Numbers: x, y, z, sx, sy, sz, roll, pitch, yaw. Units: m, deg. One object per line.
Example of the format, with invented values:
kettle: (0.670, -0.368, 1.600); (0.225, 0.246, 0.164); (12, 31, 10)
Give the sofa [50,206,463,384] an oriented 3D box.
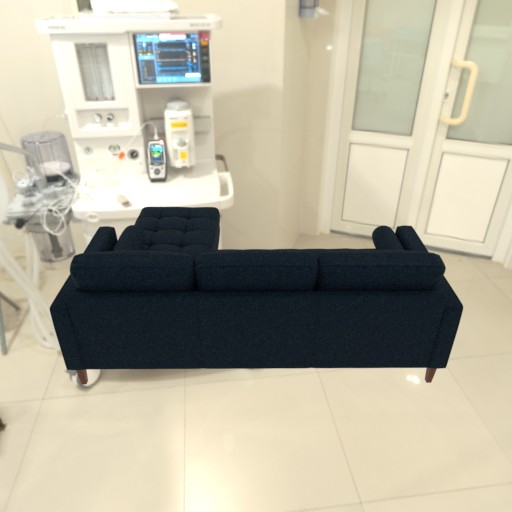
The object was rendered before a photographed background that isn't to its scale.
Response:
sofa: (0.000, 0.000, 3.051); (2.185, 0.841, 1.613); (0, 32, 0)
